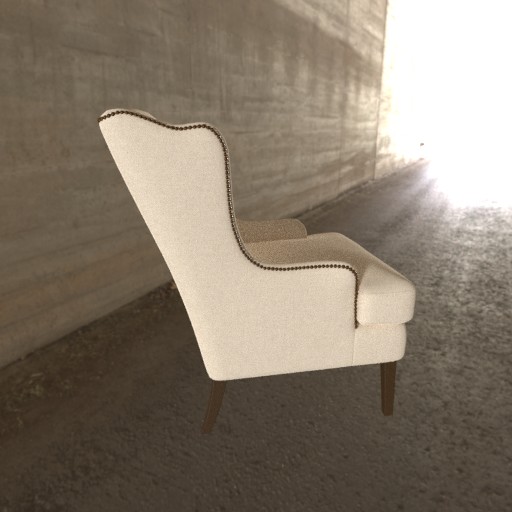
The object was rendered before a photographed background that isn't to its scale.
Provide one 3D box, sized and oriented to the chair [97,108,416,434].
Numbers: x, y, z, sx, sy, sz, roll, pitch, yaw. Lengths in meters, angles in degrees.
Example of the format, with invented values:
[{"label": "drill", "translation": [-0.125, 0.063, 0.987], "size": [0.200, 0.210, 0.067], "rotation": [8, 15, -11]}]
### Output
[{"label": "chair", "translation": [0.000, 0.000, 1.650], "size": [0.940, 1.029, 0.737], "rotation": [-2, 16, -8]}]
